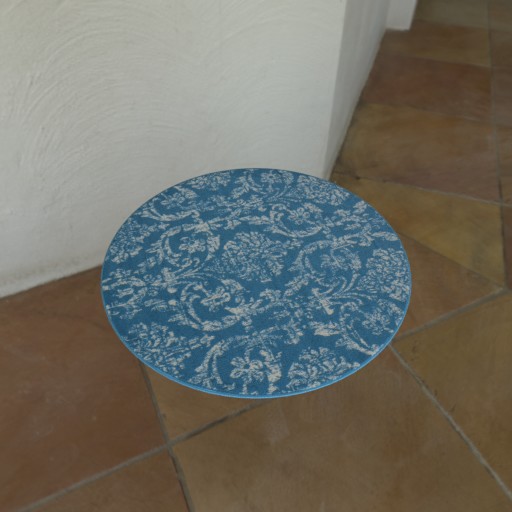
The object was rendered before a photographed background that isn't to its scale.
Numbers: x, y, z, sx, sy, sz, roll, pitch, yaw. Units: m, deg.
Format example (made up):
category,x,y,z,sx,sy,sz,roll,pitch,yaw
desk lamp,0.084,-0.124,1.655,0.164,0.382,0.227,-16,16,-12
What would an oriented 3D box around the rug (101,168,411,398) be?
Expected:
category,x,y,z,sx,sy,sz,roll,pitch,yaw
rug,0.000,0.000,2.340,1.593,0.012,1.593,0,46,0
